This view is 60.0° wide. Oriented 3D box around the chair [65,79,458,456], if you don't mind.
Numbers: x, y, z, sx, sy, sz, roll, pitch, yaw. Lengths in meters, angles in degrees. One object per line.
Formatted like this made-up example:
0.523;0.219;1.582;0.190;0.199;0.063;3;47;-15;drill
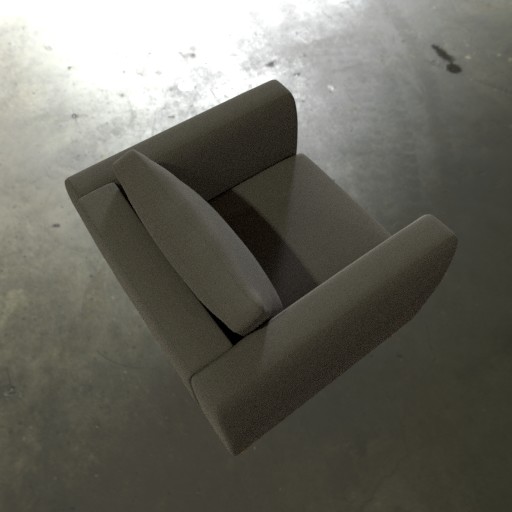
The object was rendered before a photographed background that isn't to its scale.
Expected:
0.000;0.000;1.666;0.930;0.860;1.000;-32;64;-18;chair
